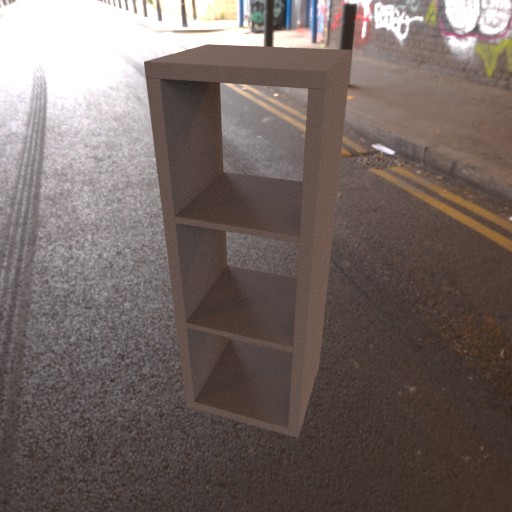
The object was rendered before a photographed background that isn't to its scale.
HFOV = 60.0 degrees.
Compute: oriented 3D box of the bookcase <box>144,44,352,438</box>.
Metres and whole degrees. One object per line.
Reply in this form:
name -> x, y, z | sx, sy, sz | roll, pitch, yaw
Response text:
bookcase -> 0.000, 0.000, 1.299 | 0.390, 1.080, 0.330 | 10, 33, 16
